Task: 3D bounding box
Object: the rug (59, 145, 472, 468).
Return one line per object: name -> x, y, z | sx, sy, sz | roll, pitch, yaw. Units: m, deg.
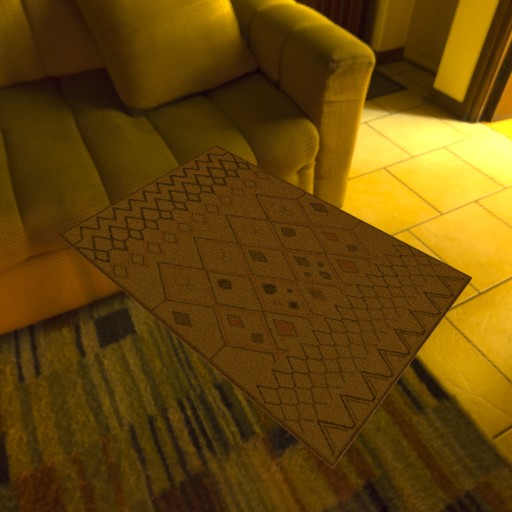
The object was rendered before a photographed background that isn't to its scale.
rug -> 0.000, 0.000, 2.334 | 1.829, 0.016, 1.219 | 33, 54, 28
